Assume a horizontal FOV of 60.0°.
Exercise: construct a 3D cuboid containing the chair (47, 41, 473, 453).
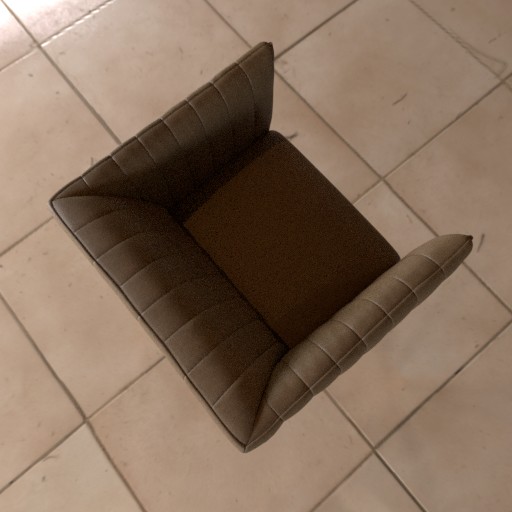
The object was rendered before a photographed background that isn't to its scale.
[{"bbox_3d":[0.000,0.000,1.619,0.876,0.779,0.981,-40,78,-10],"label":"chair"}]
